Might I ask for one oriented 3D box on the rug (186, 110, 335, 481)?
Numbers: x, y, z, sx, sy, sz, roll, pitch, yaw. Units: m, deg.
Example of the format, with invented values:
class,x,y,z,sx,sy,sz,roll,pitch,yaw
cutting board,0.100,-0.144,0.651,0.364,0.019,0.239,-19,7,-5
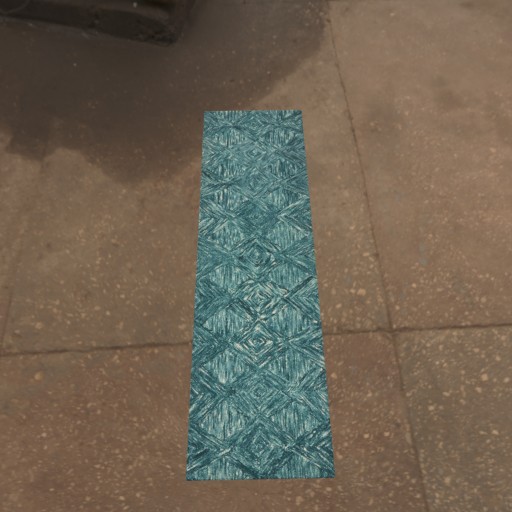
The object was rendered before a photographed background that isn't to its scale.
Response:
class,x,y,z,sx,sy,sz,roll,pitch,yaw
rug,0.000,0.000,2.540,0.676,0.016,2.286,-1,62,0
